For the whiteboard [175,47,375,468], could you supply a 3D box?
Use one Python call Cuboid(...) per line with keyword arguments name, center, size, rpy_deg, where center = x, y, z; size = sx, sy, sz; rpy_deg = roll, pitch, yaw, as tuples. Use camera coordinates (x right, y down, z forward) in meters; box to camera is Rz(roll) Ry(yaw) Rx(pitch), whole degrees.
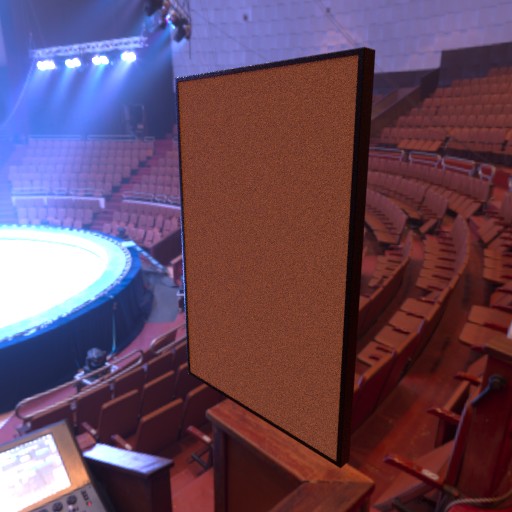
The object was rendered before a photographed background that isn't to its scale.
Cuboid(name="whiteboard", center=(0.000, 0.000, 0.767), size=(0.026, 0.611, 0.406), rpy_deg=(-14, 20, -42))
